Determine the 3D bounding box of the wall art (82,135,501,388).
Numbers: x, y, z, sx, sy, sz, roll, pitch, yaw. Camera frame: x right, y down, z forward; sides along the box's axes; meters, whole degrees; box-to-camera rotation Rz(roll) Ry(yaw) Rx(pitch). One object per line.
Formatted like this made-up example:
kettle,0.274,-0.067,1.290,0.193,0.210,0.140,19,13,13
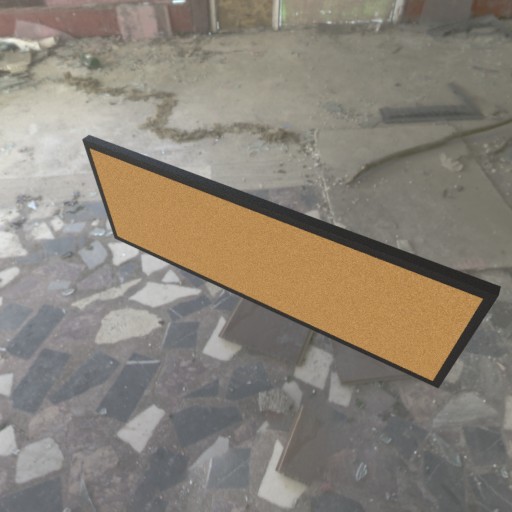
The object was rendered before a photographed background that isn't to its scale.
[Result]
wall art,0.000,0.000,1.708,1.572,0.554,0.041,23,51,20
